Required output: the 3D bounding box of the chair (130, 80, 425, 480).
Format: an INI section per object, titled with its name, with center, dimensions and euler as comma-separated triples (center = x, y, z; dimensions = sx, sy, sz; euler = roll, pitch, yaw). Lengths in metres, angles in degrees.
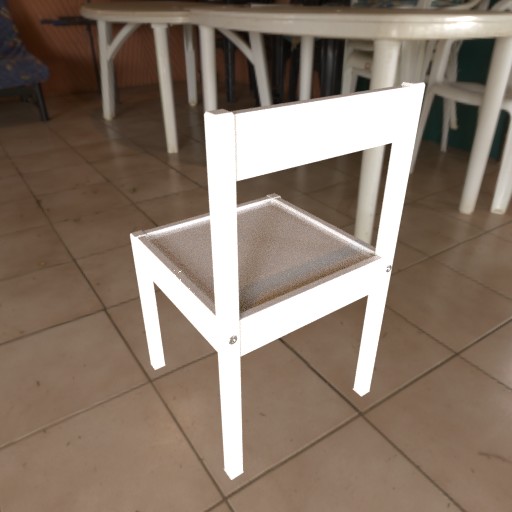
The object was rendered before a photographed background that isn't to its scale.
[chair]
center = 0.000, 0.000, 0.670
dimensions = 0.285, 0.505, 0.285
euler = -20, 36, -30
